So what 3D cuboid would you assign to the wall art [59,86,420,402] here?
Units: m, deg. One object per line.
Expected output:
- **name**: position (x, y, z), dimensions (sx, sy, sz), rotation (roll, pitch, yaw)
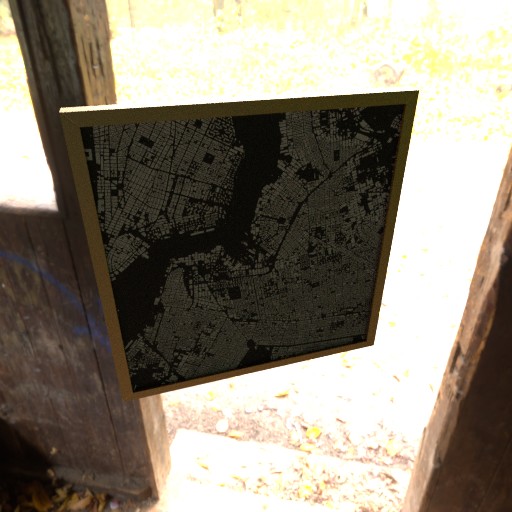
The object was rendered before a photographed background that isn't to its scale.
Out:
- **wall art**: position (0.000, 0.000, 2.816), dimensions (1.926, 1.926, 0.099), rotation (-9, 32, -15)
